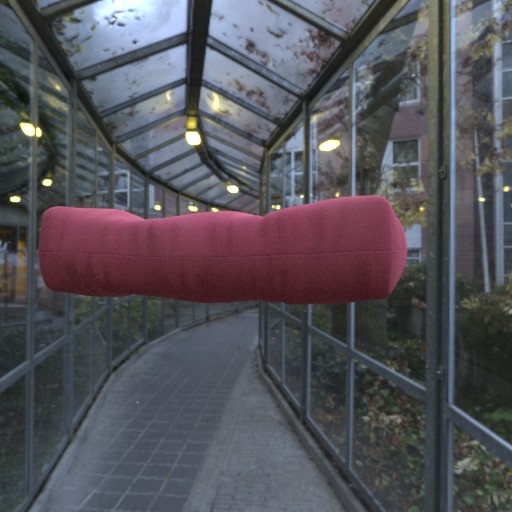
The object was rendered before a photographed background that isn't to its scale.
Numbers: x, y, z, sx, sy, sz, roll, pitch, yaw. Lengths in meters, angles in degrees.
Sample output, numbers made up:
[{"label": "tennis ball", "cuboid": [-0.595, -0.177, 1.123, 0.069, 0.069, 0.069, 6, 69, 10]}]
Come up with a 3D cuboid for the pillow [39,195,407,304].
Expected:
[{"label": "pillow", "cuboid": [0.000, 0.000, 0.736, 0.468, 0.128, 0.490, 0, -1, 18]}]
